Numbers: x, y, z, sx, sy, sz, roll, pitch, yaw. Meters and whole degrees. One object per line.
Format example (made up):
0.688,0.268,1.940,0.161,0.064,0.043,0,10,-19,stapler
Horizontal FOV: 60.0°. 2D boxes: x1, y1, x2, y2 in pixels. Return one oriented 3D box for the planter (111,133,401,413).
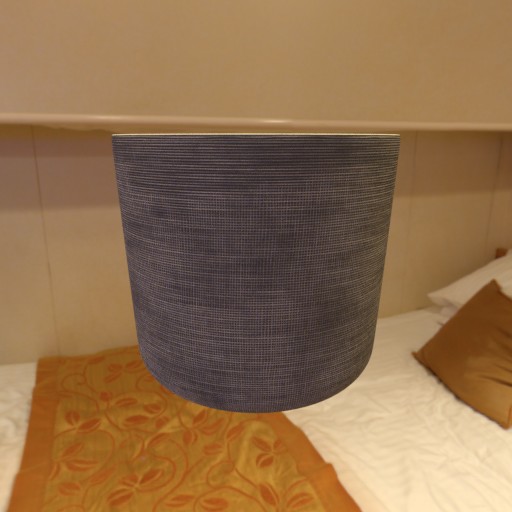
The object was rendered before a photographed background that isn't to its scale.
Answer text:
0.000,0.000,0.757,0.440,0.398,0.440,0,15,0,planter
